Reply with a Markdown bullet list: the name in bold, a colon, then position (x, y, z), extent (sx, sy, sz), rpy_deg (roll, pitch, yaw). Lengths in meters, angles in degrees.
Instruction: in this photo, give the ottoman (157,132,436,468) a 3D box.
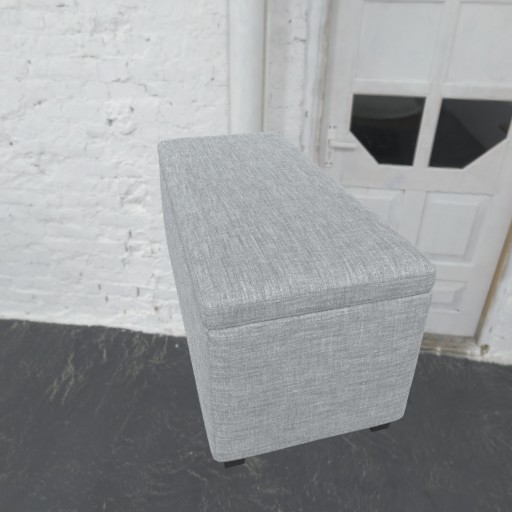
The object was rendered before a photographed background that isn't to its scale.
- **ottoman**: position (0.000, 0.000, 1.147), extent (0.419, 0.432, 0.902), rpy_deg (-8, 31, -13)
